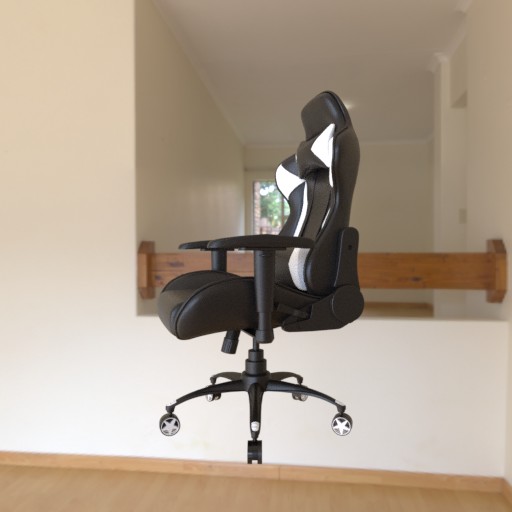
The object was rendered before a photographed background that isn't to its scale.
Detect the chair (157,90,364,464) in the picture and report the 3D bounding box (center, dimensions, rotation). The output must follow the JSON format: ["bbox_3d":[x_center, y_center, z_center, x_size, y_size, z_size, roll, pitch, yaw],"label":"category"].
[{"bbox_3d":[0.000,0.000,1.699,0.695,1.285,0.730,0,1,-18],"label":"chair"}]
